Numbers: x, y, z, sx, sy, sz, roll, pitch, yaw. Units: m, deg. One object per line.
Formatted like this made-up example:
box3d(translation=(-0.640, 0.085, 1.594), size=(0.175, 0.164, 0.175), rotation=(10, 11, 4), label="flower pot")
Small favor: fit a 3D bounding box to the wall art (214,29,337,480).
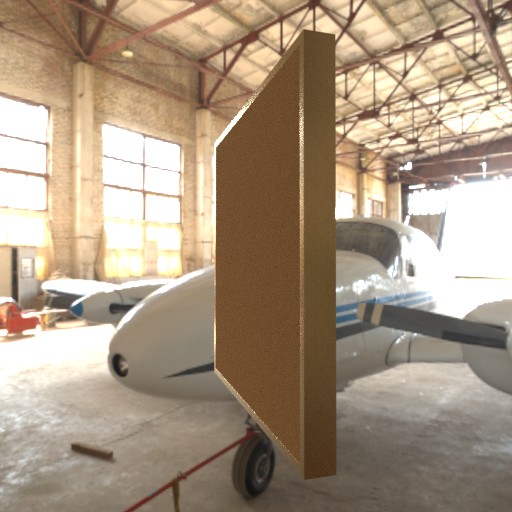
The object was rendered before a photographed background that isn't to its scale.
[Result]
box3d(translation=(0.000, 0.000, 0.749), size=(0.040, 0.509, 0.509), rotation=(0, -1, -17), label="wall art")
